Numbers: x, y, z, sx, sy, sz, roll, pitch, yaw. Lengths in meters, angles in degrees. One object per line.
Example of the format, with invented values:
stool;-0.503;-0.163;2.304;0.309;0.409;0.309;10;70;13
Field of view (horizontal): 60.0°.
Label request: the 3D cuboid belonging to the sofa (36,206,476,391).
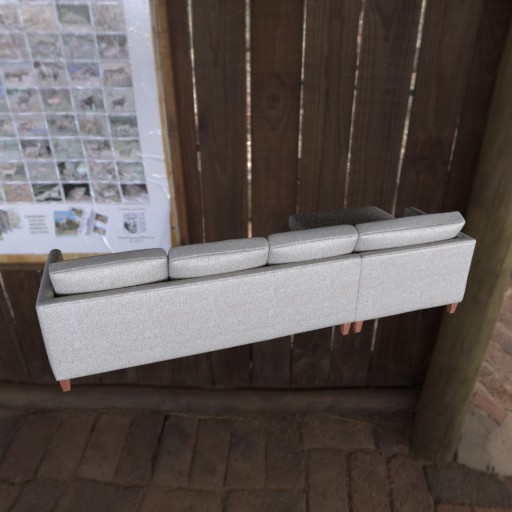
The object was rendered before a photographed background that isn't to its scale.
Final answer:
sofa;0.000;0.000;3.752;3.201;0.876;1.502;-8;27;-16
